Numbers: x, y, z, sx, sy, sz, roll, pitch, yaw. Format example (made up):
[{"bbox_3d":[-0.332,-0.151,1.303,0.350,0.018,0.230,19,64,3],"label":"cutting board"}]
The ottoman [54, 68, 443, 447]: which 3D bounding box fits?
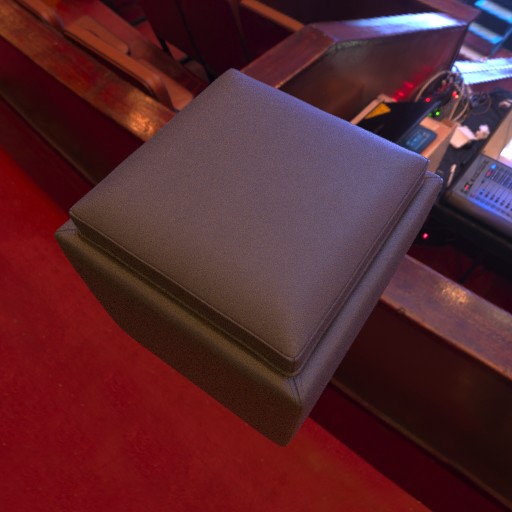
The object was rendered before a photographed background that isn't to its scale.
[{"bbox_3d":[0.000,0.000,0.814,0.450,0.460,0.451,31,64,17],"label":"ottoman"}]
